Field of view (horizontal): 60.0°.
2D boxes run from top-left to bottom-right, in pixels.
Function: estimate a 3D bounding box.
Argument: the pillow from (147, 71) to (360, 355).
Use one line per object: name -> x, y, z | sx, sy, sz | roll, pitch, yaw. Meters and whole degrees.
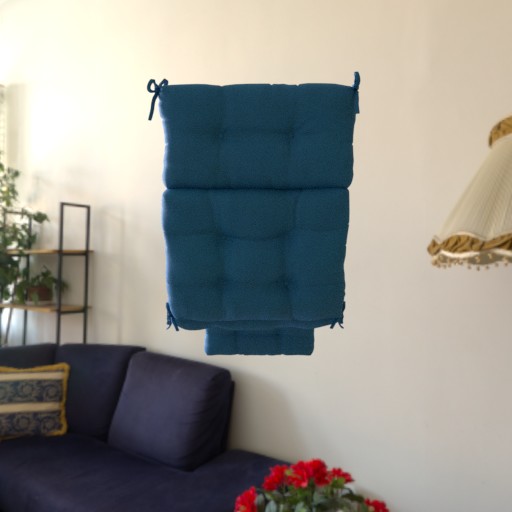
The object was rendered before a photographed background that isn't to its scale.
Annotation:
pillow -> 0.000, 0.000, 1.517 | 0.526, 0.863, 1.016 | 0, -1, 1
